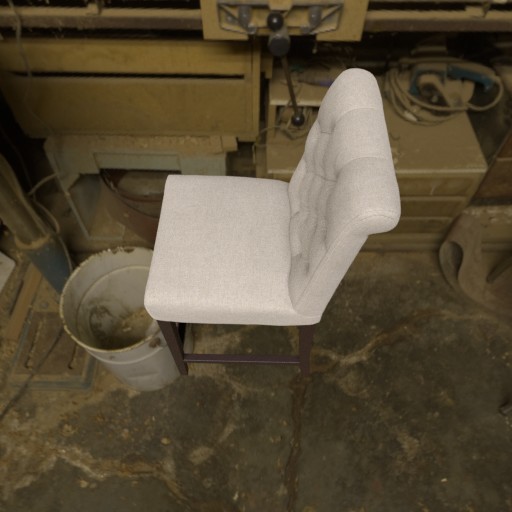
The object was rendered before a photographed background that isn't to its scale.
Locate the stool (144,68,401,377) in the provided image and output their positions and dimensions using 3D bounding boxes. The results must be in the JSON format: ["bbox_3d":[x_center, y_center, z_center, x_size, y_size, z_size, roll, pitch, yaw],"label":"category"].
[{"bbox_3d":[0.000,0.000,1.403,0.601,1.040,0.493,2,57,1],"label":"stool"}]
